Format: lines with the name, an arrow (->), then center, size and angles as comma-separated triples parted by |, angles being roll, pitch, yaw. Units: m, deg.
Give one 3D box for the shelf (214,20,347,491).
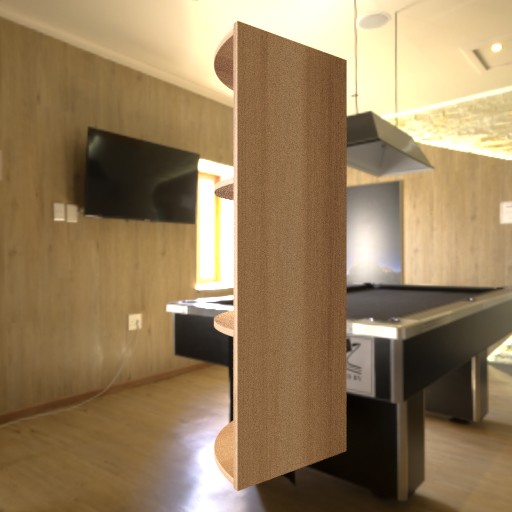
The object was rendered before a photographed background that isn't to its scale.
shelf -> 0.000, 0.000, 1.023 | 0.290, 0.872, 0.290 | 0, 0, -35
